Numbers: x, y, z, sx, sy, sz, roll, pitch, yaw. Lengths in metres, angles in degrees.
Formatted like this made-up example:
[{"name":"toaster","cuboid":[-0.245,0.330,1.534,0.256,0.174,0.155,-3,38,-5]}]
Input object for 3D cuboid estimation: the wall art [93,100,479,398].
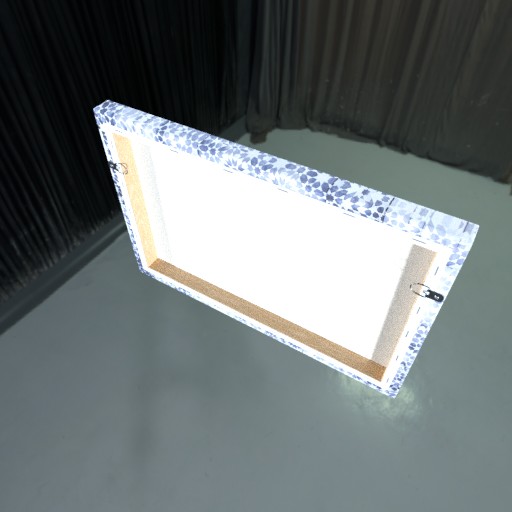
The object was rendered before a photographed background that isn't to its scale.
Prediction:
[{"name":"wall art","cuboid":[0.000,0.000,1.167,0.911,0.608,0.057,24,51,21]}]
